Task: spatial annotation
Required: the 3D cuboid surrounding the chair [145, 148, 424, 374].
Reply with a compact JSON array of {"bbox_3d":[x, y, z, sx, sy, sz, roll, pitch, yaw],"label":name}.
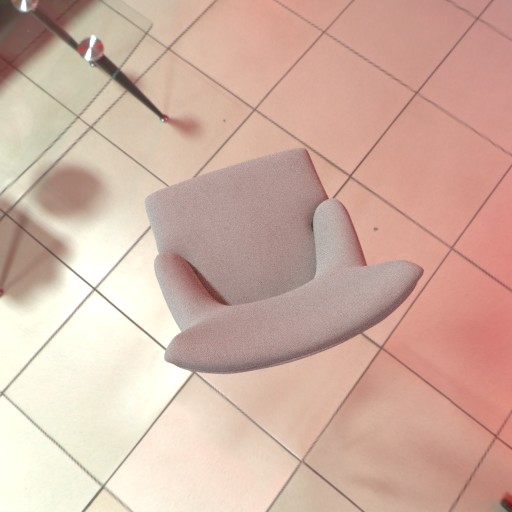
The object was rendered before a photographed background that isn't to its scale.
[{"bbox_3d":[0.000,0.000,1.301,0.566,0.909,0.629,-18,76,-5],"label":"chair"}]
